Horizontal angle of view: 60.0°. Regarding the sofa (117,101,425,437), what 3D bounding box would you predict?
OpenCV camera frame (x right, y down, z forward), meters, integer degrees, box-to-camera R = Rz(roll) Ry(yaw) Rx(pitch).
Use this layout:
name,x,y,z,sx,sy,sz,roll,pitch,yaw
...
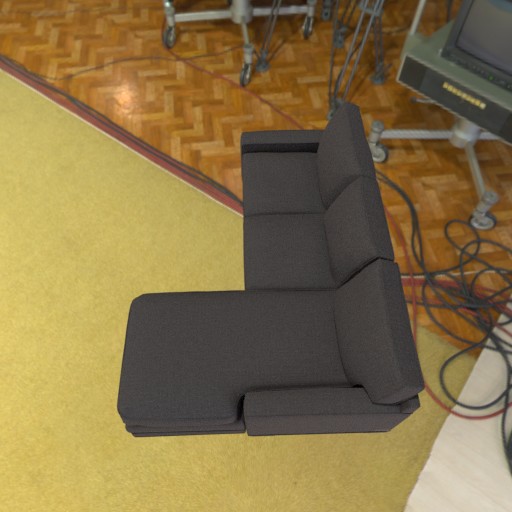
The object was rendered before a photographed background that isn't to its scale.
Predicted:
name,x,y,z,sx,sy,sz,roll,pitch,yaw
sofa,0.000,0.000,3.289,1.790,0.973,2.370,-1,58,-1
